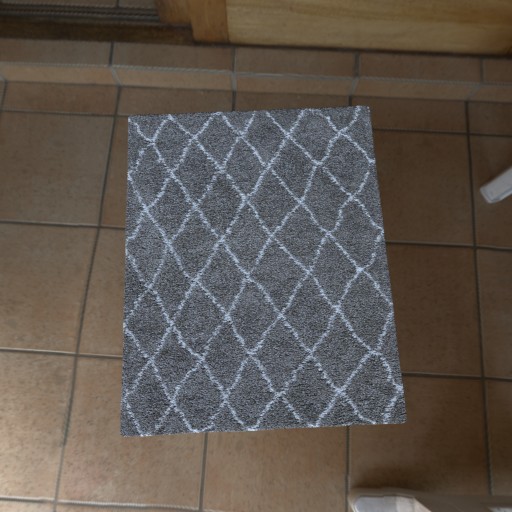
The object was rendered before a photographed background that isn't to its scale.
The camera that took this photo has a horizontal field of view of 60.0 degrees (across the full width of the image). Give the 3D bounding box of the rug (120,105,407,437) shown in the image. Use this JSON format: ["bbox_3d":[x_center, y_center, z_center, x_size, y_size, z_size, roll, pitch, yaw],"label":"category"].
[{"bbox_3d":[0.000,0.000,4.127,2.438,0.029,3.047,-3,76,-1],"label":"rug"}]
